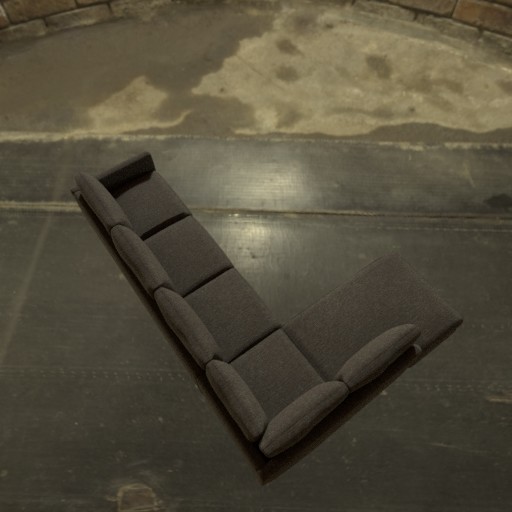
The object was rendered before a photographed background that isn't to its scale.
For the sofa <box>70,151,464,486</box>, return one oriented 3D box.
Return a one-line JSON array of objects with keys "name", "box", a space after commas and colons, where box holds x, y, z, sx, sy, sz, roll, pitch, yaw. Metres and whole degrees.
[{"name": "sofa", "box": [0.000, 0.000, 3.817, 2.007, 0.815, 2.949, -32, 65, -17]}]
